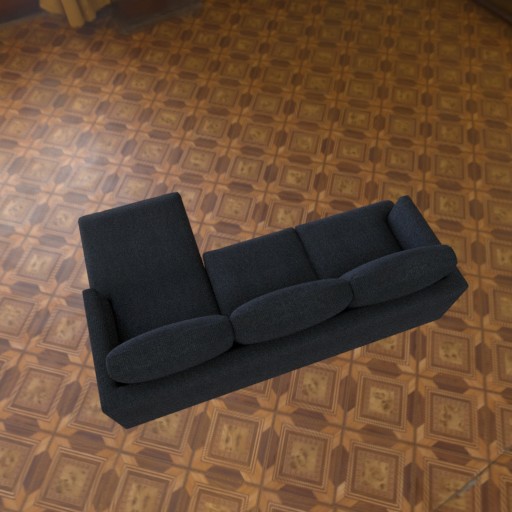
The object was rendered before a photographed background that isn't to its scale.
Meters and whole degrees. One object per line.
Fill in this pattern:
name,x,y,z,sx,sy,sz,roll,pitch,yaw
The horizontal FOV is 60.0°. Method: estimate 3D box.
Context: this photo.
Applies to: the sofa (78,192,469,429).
sofa,0.000,0.000,3.029,2.233,0.956,1.504,-17,61,-10
